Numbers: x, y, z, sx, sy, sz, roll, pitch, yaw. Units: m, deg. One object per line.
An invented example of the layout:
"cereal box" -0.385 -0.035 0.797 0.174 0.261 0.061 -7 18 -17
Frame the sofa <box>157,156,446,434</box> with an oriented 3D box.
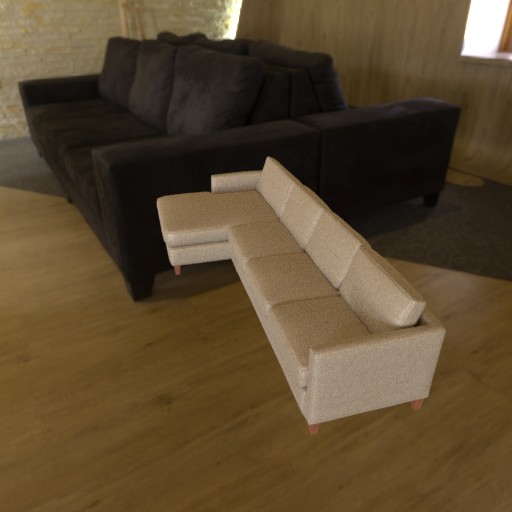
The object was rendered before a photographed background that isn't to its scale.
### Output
"sofa" 0.000 0.000 3.884 1.502 0.876 3.201 -7 30 -13
